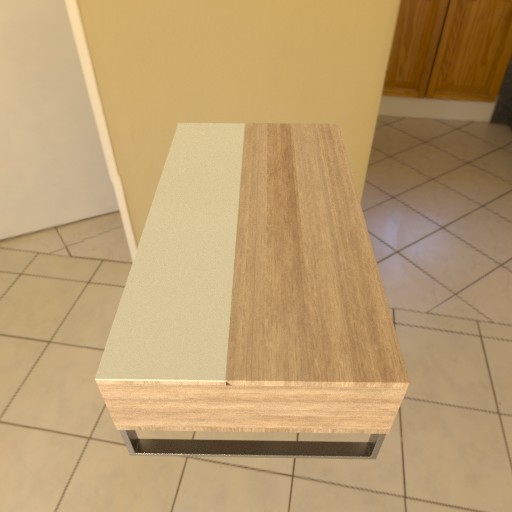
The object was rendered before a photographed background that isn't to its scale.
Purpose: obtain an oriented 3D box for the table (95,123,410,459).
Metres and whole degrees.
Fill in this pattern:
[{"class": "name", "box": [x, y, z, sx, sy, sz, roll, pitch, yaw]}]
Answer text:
[{"class": "table", "box": [0.000, 0.000, 1.369, 0.600, 0.350, 1.100, 1, 42, 1]}]
